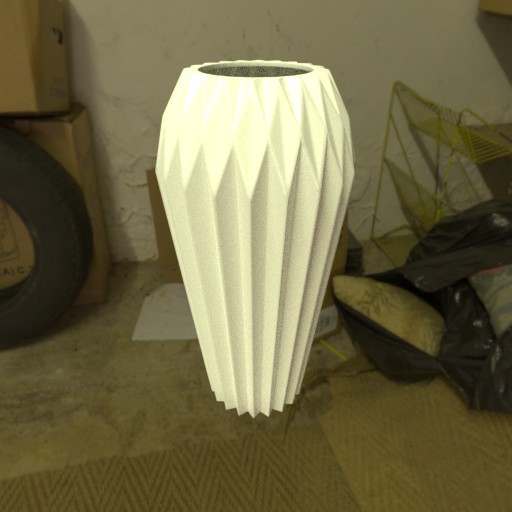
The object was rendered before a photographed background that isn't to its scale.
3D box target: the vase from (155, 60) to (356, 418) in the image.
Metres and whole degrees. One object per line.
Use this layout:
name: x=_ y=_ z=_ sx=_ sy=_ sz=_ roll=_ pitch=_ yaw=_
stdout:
vase: x=0.000 y=0.000 z=0.335 sx=0.133 sy=0.263 sz=0.133 roll=0 pitch=30 yaw=0
